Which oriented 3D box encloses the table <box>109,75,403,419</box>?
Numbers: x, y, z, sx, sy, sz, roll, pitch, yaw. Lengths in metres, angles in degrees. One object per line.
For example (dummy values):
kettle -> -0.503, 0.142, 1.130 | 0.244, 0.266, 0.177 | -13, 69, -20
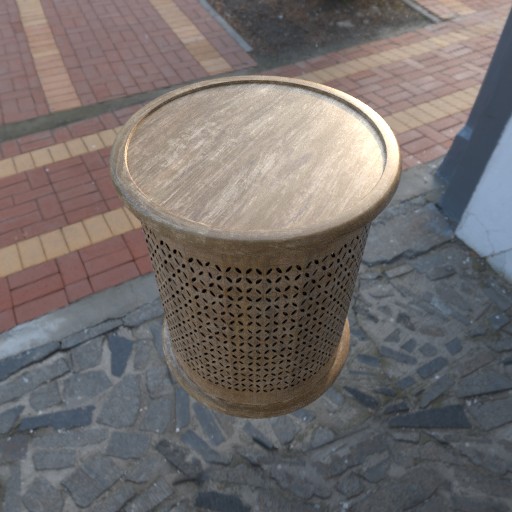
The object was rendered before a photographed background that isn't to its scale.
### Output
table -> 0.000, 0.000, 0.801 | 0.407, 0.482, 0.407 | 0, 48, 0
